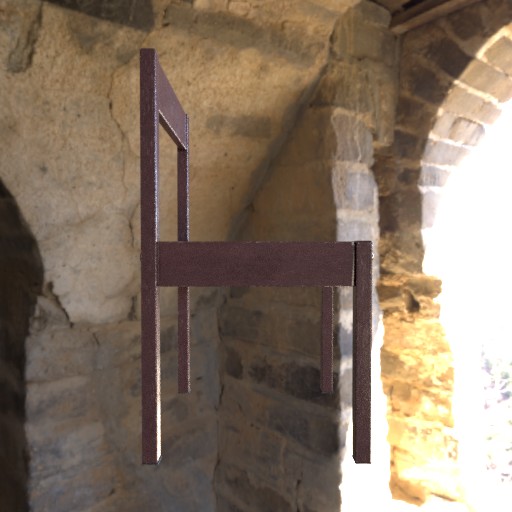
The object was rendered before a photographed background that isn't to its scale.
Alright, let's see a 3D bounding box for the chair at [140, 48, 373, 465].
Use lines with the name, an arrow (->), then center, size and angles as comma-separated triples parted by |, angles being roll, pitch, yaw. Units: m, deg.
chair -> 0.000, 0.000, 0.679 | 0.285, 0.505, 0.285 | 0, 1, 0
